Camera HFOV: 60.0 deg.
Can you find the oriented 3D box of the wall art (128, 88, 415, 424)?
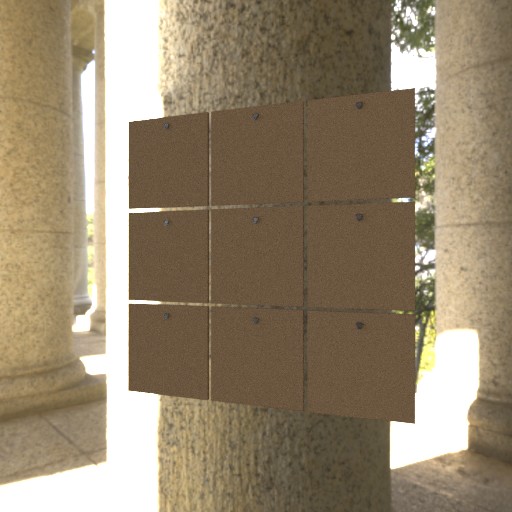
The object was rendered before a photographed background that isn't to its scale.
[{"bbox_3d":[0.000,0.000,1.805,1.221,1.218,0.019,0,0,19],"label":"wall art"}]
